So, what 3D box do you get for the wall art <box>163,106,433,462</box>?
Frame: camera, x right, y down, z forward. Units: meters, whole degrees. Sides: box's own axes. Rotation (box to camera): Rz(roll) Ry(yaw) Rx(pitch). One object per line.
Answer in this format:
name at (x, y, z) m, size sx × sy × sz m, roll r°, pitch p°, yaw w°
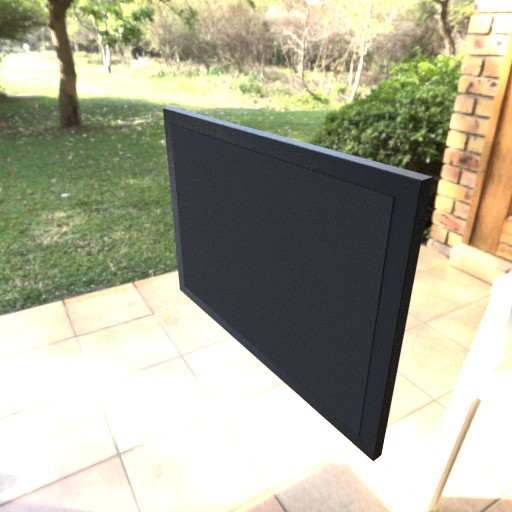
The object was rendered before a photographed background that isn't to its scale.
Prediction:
wall art at (0.000, 0.000, 0.555) m, size 0.016 × 0.306 × 0.432 m, roll -19°, pitch 32°, yaw -32°
